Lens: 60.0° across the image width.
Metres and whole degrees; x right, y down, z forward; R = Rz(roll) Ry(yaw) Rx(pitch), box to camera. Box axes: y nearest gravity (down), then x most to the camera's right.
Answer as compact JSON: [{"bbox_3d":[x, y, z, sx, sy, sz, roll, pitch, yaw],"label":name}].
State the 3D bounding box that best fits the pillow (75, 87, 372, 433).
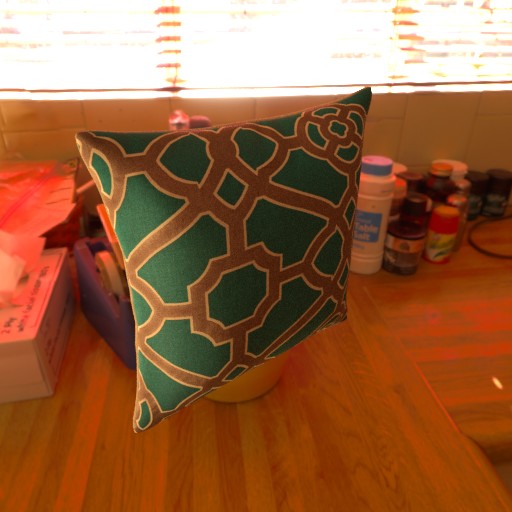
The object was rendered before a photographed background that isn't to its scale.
[{"bbox_3d":[0.000,0.000,0.770,0.526,0.507,0.166,-21,36,-32],"label":"pillow"}]
